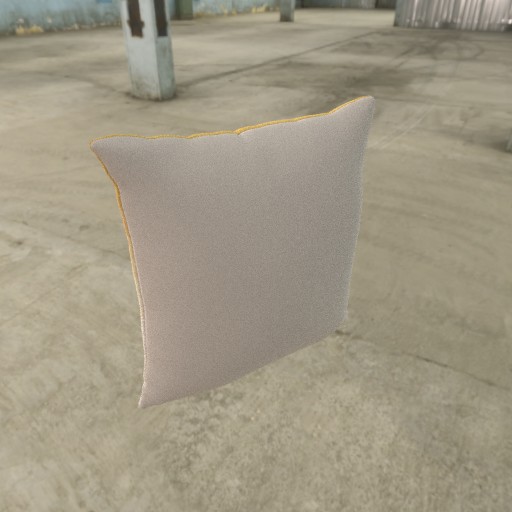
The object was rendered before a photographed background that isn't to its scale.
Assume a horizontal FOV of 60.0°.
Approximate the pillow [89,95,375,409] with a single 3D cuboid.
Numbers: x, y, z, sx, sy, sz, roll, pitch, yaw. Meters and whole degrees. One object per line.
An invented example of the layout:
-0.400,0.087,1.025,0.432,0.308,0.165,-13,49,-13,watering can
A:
0.000,0.000,0.715,0.450,0.450,0.211,-18,35,-28,pillow
